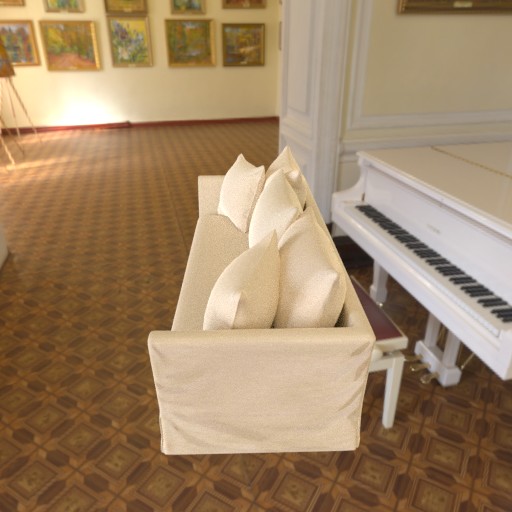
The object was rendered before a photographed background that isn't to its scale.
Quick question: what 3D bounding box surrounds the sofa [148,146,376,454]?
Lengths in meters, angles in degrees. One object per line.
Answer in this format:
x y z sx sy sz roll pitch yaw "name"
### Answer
0.000 0.000 3.075 1.030 1.042 2.484 -1 26 -1 "sofa"
